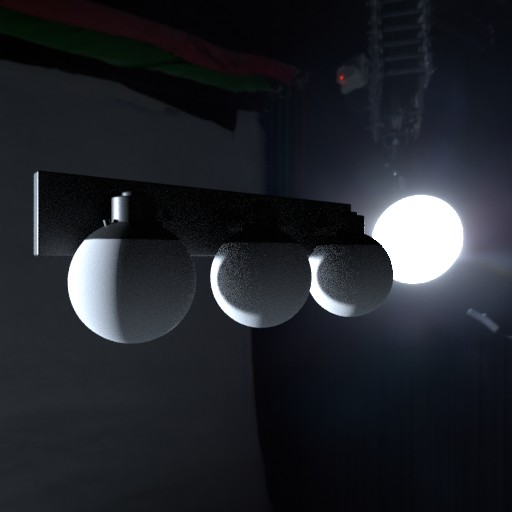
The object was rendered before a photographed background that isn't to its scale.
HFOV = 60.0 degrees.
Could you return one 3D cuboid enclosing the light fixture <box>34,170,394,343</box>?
[{"bbox_3d":[0.000,0.000,0.835,0.721,0.263,0.218,0,0,-37],"label":"light fixture"}]
